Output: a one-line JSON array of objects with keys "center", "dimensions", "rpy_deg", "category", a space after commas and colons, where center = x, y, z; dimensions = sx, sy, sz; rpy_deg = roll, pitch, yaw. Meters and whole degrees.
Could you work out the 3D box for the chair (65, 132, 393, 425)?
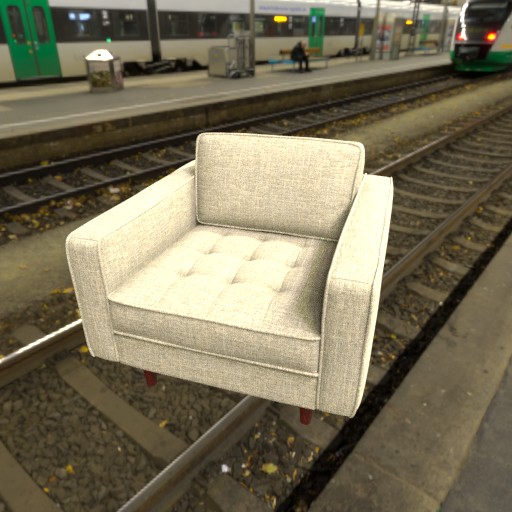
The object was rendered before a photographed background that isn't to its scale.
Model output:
[{"center": [0.000, 0.000, 1.599], "dimensions": [0.889, 0.765, 0.914], "rpy_deg": [8, 28, 16], "category": "chair"}]
